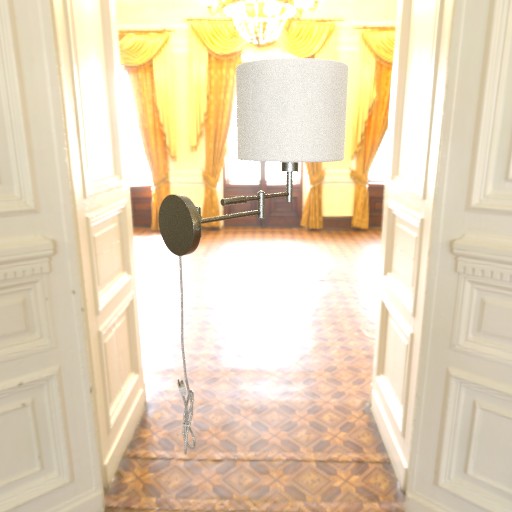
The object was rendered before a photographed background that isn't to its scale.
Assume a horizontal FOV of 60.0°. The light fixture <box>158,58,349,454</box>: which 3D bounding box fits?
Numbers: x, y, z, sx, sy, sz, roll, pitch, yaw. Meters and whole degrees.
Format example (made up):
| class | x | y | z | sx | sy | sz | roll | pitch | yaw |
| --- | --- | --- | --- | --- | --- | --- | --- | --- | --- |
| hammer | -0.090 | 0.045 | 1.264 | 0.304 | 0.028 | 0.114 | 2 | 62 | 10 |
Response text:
| class | x | y | z | sx | sy | sz | roll | pitch | yaw |
| --- | --- | --- | --- | --- | --- | --- | --- | --- | --- |
| light fixture | 0.000 | 0.000 | 1.036 | 0.479 | 0.842 | 0.253 | -14 | 20 | -42 |
